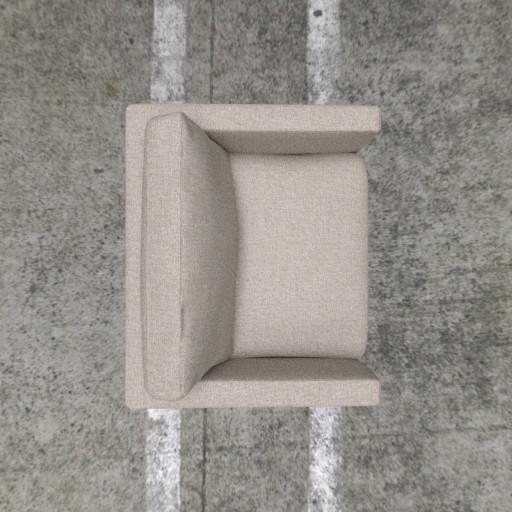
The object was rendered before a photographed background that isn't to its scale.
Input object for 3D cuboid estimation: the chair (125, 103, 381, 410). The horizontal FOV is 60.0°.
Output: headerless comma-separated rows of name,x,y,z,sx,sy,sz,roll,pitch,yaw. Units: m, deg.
chair,0.000,0.000,1.851,0.959,0.961,1.107,0,90,-1
